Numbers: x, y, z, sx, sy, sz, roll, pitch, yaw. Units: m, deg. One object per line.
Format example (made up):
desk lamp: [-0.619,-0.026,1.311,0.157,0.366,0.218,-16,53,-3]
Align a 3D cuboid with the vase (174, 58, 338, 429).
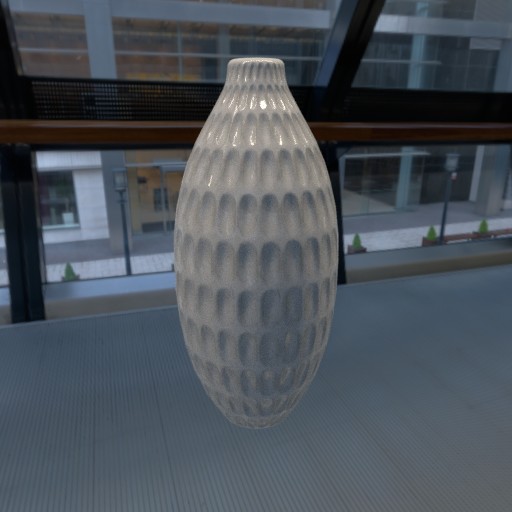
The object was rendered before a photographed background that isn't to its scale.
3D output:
vase: [0.000,0.000,0.348,0.127,0.282,0.127,0,19,0]
